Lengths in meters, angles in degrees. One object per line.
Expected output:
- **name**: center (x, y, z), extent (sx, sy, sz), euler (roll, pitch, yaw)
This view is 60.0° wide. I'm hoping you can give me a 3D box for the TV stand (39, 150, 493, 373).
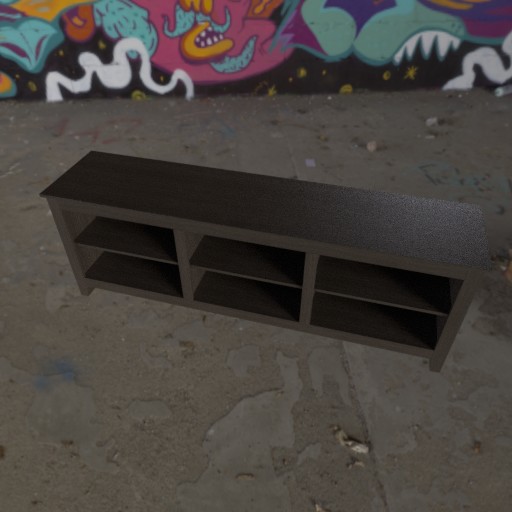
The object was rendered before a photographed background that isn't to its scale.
- **TV stand**: center (0.000, 0.000, 2.026), extent (1.778, 0.610, 0.406), euler (10, 42, 12)
